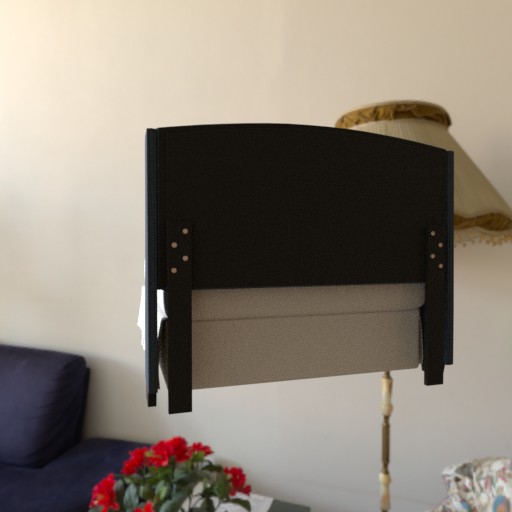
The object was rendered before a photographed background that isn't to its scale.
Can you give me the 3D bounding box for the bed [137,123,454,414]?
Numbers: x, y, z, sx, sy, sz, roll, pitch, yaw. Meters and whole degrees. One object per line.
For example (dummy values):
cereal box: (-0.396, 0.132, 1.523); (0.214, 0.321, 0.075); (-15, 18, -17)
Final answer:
bed: (0.000, 0.000, 3.332); (1.710, 1.407, 2.237); (0, 2, -17)
